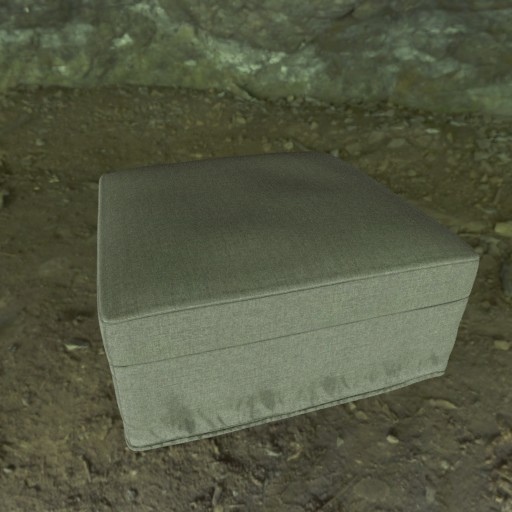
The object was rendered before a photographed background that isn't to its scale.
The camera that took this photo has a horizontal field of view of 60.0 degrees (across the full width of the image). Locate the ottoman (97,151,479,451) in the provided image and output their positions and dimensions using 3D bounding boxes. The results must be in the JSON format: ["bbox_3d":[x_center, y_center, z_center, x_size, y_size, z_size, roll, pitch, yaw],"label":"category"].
[{"bbox_3d":[0.000,0.000,1.304,0.843,0.436,0.840,-9,31,-15],"label":"ottoman"}]
